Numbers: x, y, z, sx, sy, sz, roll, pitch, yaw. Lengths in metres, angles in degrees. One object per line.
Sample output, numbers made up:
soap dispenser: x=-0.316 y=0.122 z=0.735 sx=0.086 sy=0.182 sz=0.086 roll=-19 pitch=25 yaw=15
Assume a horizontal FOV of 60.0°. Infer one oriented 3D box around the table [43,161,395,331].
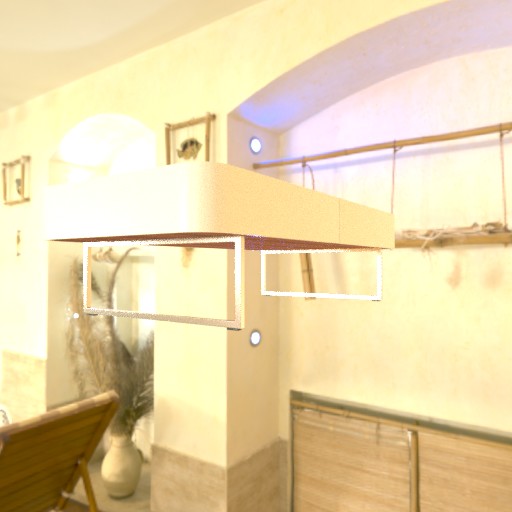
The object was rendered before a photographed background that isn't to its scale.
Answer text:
table: x=0.000 y=0.000 z=1.485 sx=0.600 sy=0.340 sz=1.200 roll=-1 pitch=-1 yaw=34
